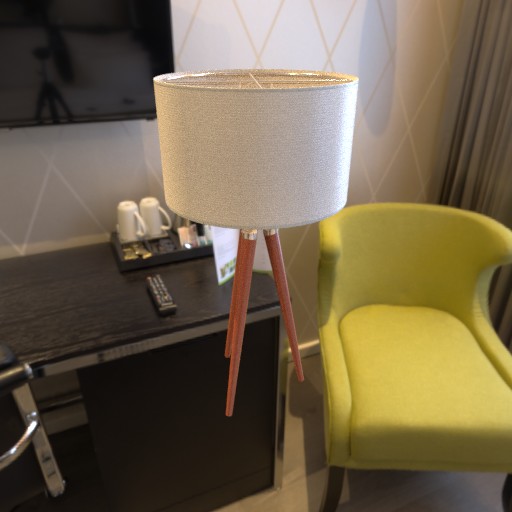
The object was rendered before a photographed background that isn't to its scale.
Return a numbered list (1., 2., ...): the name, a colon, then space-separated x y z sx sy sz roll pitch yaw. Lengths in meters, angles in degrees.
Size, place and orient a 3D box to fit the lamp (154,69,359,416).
1. lamp: 0.000 0.000 0.942 0.355 0.709 0.354 18 32 32
